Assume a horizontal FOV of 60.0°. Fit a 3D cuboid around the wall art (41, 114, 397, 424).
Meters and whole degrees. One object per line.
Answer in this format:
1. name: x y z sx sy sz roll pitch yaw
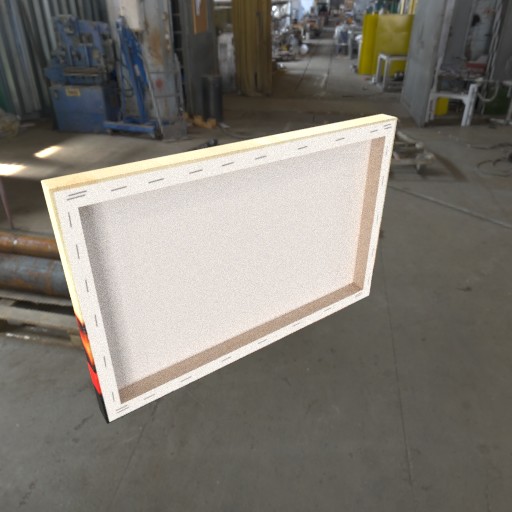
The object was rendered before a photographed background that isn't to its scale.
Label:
1. wall art: 0.000 0.000 0.778 0.613 0.402 0.040 -20 36 -30
